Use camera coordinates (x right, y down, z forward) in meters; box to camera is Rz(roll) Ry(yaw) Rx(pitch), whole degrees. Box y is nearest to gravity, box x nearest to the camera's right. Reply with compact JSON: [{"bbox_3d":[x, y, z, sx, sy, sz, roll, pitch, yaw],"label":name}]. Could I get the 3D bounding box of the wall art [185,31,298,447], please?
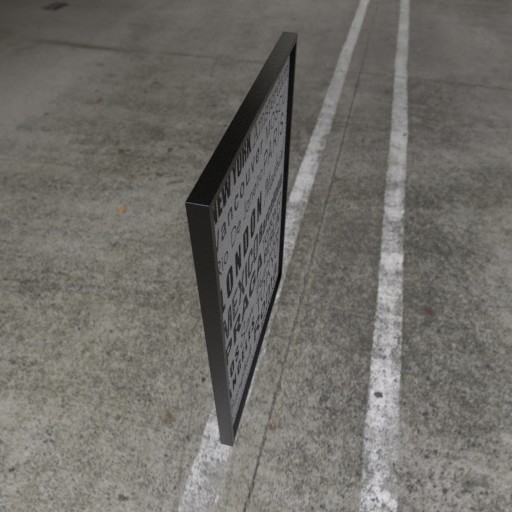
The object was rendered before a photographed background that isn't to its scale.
[{"bbox_3d":[0.000,0.000,1.377,0.043,1.046,0.788,11,47,10],"label":"wall art"}]
